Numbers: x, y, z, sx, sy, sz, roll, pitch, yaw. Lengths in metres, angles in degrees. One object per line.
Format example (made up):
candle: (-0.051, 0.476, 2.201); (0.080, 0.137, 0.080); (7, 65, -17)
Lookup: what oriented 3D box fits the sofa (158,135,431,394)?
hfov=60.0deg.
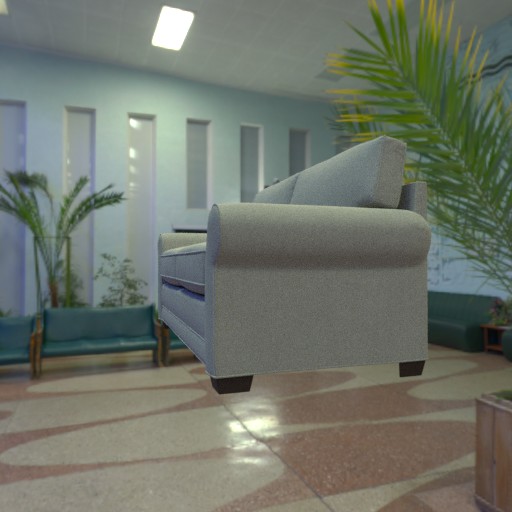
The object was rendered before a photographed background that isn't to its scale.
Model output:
sofa: (0.000, 0.000, 2.332); (0.861, 0.933, 1.774); (0, -1, -18)
